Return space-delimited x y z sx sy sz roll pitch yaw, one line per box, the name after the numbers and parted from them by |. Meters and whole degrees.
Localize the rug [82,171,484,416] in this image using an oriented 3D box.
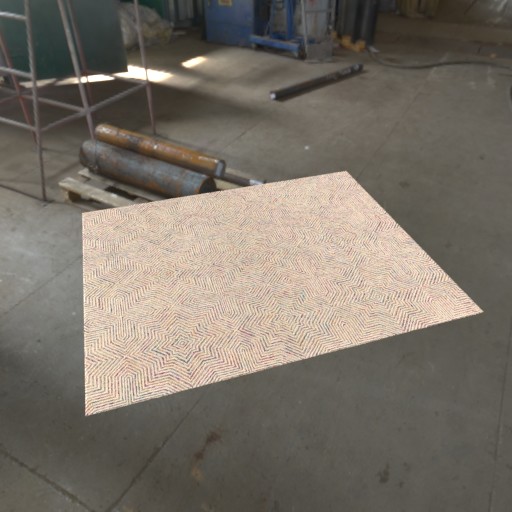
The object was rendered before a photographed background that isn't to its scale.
0.000 0.000 4.087 3.046 0.008 2.442 -11 41 -13 | rug
